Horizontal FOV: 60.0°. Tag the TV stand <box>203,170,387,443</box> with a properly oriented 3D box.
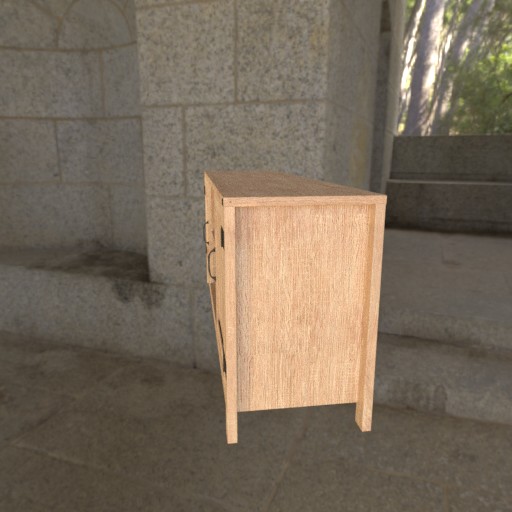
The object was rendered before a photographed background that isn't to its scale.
[{"bbox_3d":[0.000,0.000,1.762,0.398,0.610,1.466,-2,13,-8],"label":"TV stand"}]
